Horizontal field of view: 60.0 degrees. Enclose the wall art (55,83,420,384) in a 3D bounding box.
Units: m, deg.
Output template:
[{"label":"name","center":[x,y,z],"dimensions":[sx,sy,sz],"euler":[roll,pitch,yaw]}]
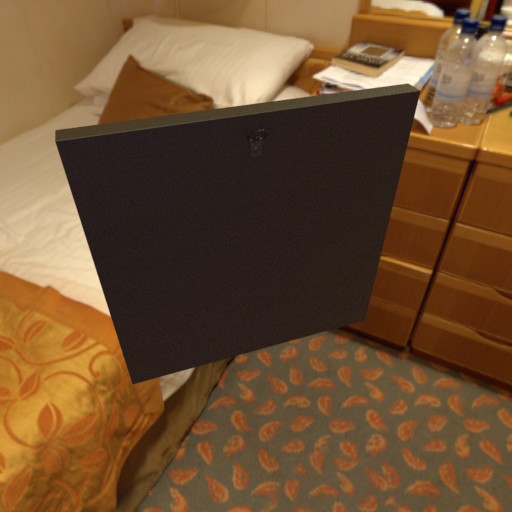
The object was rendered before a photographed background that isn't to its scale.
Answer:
[{"label":"wall art","center":[0.000,0.000,0.521],"dimensions":[0.349,0.349,0.038],"euler":[-12,42,-14]}]
